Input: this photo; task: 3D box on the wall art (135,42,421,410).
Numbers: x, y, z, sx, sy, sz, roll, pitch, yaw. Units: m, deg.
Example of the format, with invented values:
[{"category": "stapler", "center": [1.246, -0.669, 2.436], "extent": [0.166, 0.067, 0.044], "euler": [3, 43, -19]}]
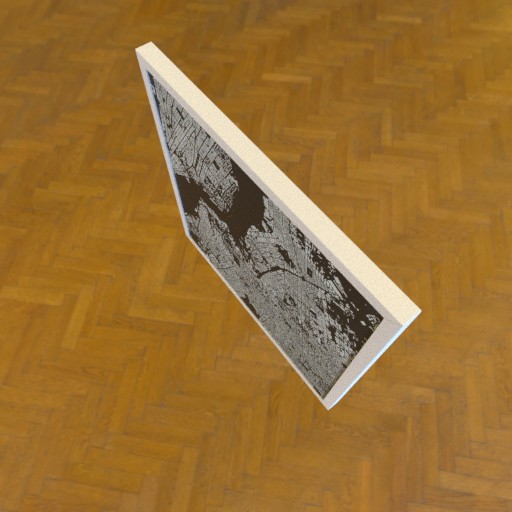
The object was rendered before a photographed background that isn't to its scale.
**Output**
[{"category": "wall art", "center": [0.000, 0.000, 1.125], "extent": [0.050, 0.762, 0.761], "euler": [-34, 67, -17]}]
